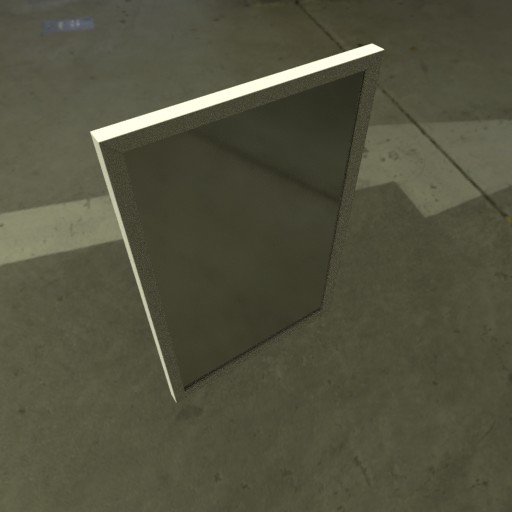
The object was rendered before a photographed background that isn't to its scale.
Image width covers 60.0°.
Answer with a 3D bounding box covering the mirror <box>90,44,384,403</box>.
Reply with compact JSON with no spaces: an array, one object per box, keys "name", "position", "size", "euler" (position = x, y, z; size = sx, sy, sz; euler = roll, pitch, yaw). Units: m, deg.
[{"name":"mirror","position":[0.000,0.000,1.140],"size":[0.609,0.914,0.041],"euler":[-26,52,-22]}]
